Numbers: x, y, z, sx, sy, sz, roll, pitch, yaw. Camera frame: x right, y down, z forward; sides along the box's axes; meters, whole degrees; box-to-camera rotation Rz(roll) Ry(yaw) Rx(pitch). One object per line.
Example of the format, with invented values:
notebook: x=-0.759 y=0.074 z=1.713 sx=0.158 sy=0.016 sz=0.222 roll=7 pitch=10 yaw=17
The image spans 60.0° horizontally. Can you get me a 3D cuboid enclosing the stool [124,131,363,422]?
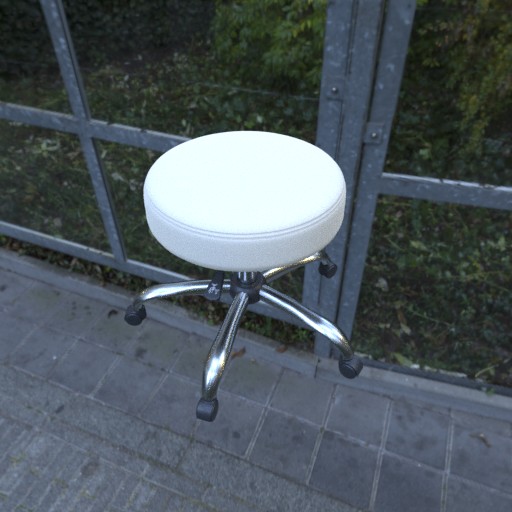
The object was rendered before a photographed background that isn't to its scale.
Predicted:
stool: x=0.000 y=0.000 z=1.065 sx=0.614 sy=0.482 sz=0.634 roll=24 pitch=46 yaw=26
